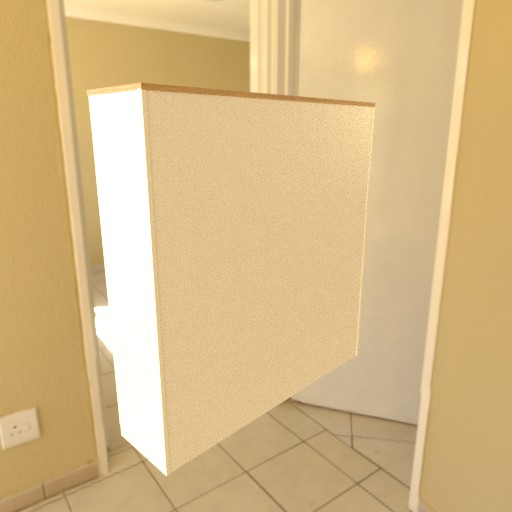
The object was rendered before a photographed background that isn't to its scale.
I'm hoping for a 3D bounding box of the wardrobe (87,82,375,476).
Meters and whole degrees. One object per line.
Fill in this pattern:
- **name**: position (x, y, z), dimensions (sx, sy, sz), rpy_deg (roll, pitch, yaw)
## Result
- **wardrobe**: position (0.000, 0.000, 3.354), dimensions (0.590, 2.260, 2.160), rpy_deg (15, 21, 43)
